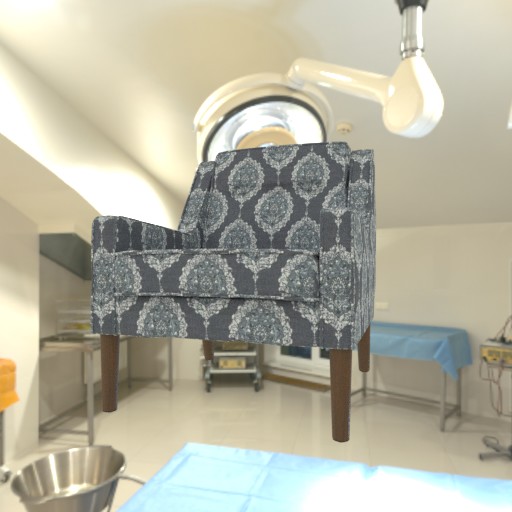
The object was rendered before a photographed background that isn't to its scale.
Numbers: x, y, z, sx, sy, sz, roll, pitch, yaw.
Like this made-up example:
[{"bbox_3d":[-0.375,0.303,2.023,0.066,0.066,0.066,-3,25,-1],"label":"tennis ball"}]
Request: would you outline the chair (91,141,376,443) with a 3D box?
[{"bbox_3d":[0.000,0.000,1.331,0.663,0.792,0.743,0,-1,18],"label":"chair"}]
